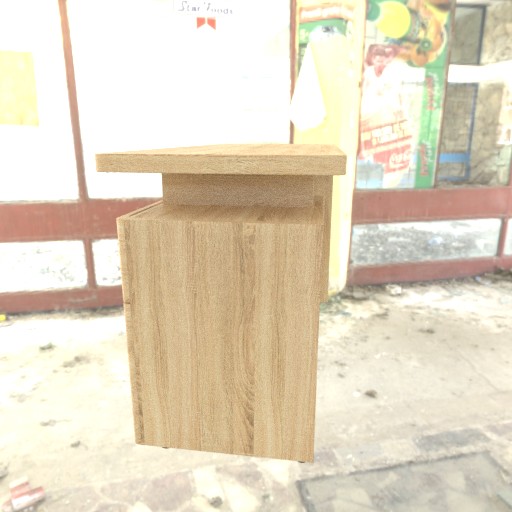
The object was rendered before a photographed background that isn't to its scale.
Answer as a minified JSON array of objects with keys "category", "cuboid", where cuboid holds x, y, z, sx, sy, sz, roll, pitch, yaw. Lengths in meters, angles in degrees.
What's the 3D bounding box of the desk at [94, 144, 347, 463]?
[{"category":"desk","cuboid":[0.000,0.000,1.593,0.550,0.760,1.200,2,15,8]}]
